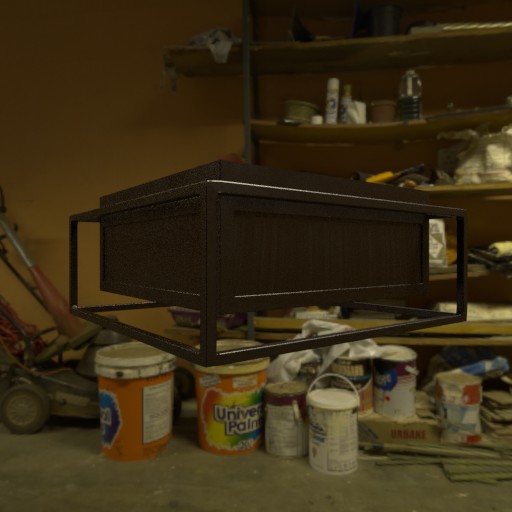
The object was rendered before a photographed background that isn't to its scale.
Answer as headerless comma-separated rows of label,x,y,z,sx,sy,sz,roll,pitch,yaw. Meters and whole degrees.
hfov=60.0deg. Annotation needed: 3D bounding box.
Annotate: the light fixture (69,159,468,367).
light fixture,0.000,0.000,0.690,0.441,0.191,0.441,0,0,-37
